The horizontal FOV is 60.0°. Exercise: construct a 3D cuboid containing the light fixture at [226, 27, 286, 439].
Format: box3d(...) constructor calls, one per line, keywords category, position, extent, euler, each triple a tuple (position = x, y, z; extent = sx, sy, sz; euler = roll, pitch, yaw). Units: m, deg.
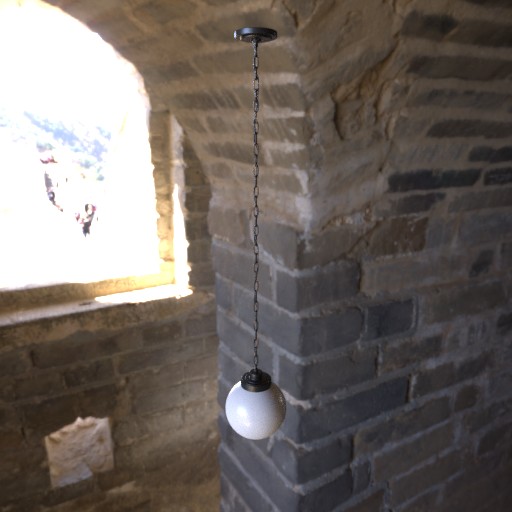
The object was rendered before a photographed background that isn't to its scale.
box3d(category="light fixture", position=(0.000, 0.000, 2.026), extent=(0.304, 1.867, 0.305), euler=(2, 15, 9))
